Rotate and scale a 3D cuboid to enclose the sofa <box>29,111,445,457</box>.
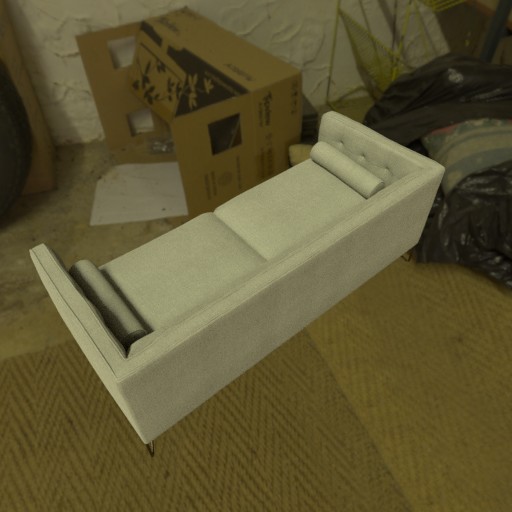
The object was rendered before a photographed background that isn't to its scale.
[{"bbox_3d":[0.000,0.000,2.560,2.079,0.798,0.912,-31,54,-26],"label":"sofa"}]
